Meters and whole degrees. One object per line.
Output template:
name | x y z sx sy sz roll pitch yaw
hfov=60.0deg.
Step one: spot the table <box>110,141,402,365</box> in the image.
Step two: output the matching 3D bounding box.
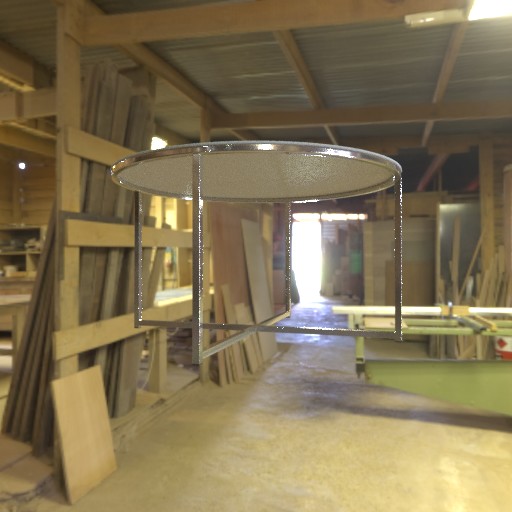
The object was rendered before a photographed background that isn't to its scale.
table | 0.000 0.000 1.278 0.800 0.450 0.800 0 -1 0
